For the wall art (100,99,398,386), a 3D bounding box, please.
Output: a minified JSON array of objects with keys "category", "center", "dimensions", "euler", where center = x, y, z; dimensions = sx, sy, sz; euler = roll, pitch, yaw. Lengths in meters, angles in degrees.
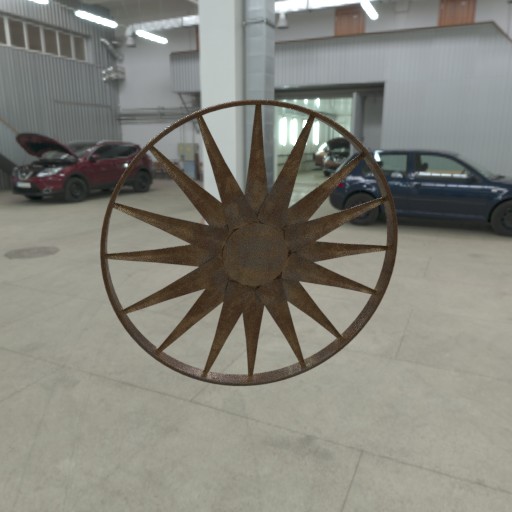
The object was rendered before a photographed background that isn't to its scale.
[{"category":"wall art","center":[0.000,0.000,0.875],"dimensions":[0.582,0.583,0.084],"euler":[-3,15,-10]}]
